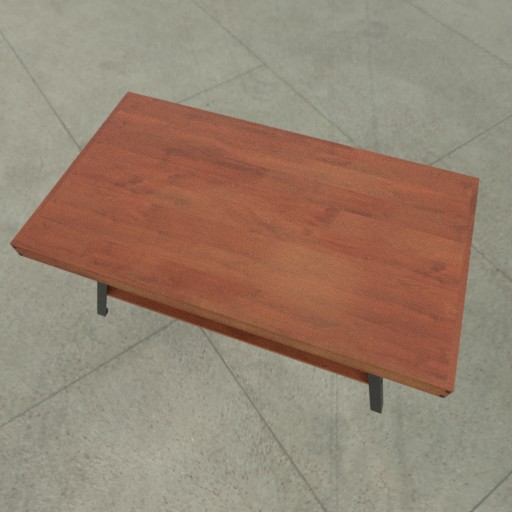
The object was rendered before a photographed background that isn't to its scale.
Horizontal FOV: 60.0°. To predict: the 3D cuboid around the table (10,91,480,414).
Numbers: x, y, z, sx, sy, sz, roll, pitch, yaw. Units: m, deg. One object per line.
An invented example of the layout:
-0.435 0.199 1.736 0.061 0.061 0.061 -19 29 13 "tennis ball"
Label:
0.000 0.000 1.337 1.067 0.457 0.610 17 60 10 "table"
